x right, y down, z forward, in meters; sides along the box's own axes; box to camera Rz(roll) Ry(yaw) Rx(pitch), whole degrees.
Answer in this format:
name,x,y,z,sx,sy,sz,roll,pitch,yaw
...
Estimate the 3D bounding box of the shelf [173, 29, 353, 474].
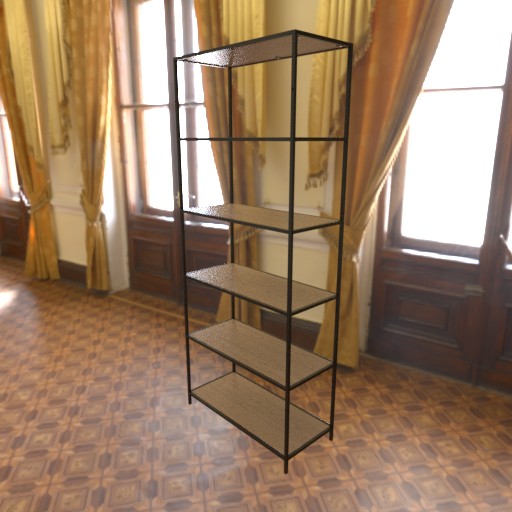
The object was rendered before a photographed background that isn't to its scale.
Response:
name,x,y,z,sx,sy,sz,roll,pitch,yaw
shelf,0.000,0.000,2.171,0.350,1.850,0.770,-14,20,-42
